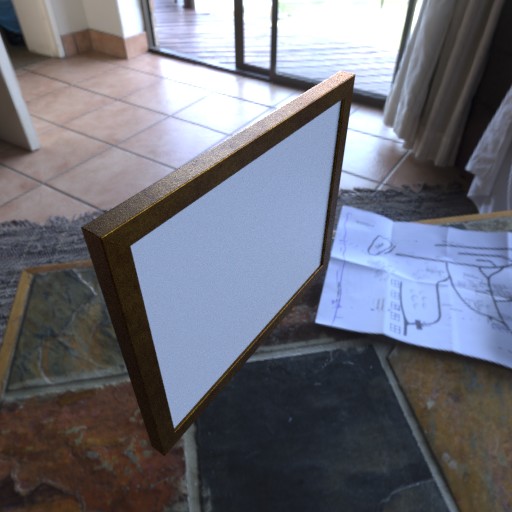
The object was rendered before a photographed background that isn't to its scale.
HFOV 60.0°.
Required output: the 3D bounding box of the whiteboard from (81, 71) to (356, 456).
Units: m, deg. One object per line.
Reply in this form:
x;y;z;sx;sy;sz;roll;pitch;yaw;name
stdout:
0.000;0.000;0.756;0.029;0.457;0.561;25;47;26;whiteboard
